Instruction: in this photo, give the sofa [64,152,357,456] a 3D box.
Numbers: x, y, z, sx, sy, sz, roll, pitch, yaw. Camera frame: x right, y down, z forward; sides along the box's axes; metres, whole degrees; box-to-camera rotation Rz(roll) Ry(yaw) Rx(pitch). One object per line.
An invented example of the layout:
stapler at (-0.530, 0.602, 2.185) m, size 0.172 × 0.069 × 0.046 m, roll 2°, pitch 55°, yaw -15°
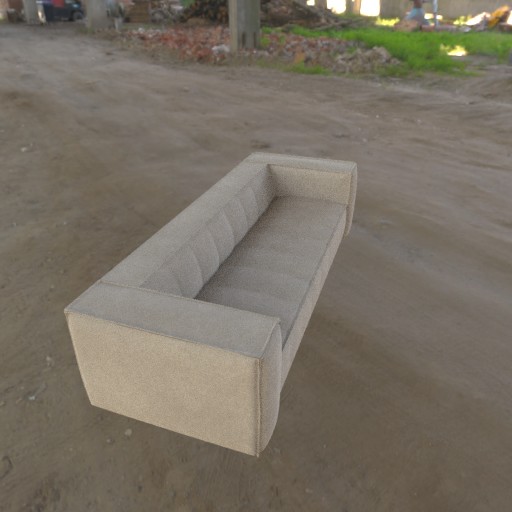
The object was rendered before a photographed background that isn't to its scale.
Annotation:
sofa at (0.000, 0.000, 3.153) m, size 1.038 × 0.680 × 2.697 m, roll 10°, pitch 31°, yaw 17°
